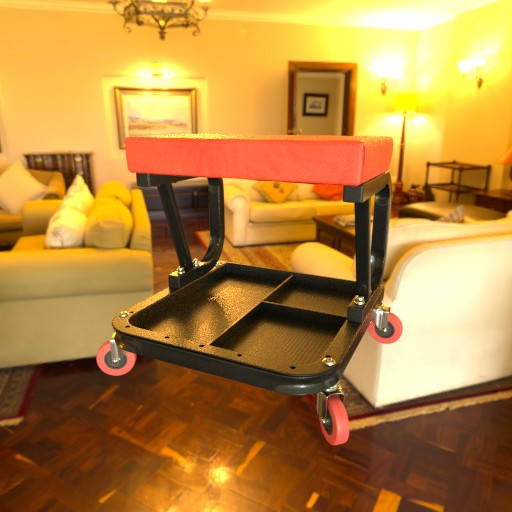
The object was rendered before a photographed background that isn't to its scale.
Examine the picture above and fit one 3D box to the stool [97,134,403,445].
[{"bbox_3d":[0.000,0.000,0.728,0.446,0.380,0.371,8,19,24],"label":"stool"}]
